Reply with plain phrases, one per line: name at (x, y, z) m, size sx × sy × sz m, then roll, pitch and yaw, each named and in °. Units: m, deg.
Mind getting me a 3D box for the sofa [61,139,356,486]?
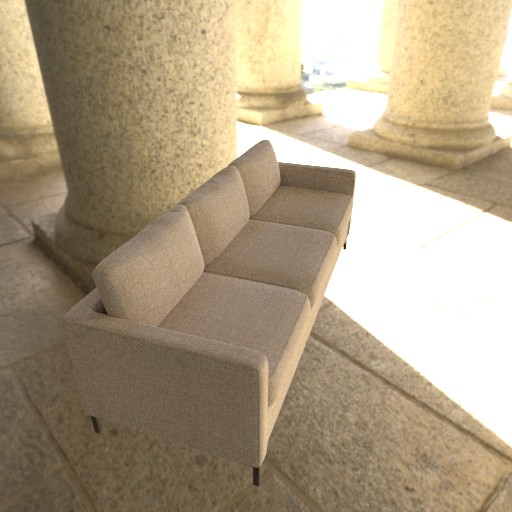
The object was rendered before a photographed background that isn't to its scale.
sofa at (0.000, 0.000, 2.615) m, size 0.859 × 0.874 × 2.218 m, roll 10°, pitch 31°, yaw 17°
